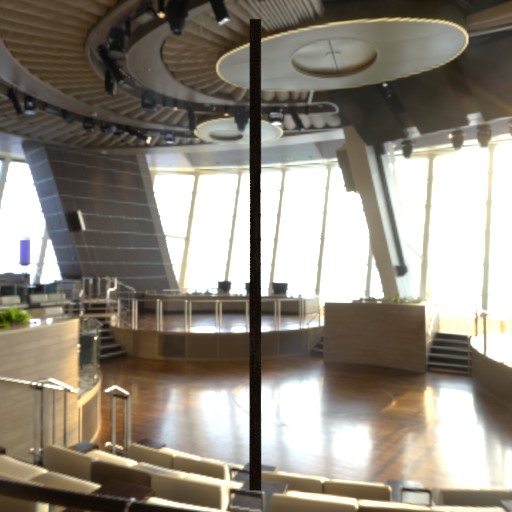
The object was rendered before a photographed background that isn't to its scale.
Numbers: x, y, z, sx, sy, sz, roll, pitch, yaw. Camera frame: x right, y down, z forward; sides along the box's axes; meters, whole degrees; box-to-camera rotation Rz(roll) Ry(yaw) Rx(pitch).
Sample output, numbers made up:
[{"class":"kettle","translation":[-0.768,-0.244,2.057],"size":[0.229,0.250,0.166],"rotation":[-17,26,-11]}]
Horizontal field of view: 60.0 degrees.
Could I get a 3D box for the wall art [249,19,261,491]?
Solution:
[{"class":"wall art","translation":[0.000,0.000,1.407],"size":[0.029,1.066,0.812],"rotation":[0,-1,0]}]
